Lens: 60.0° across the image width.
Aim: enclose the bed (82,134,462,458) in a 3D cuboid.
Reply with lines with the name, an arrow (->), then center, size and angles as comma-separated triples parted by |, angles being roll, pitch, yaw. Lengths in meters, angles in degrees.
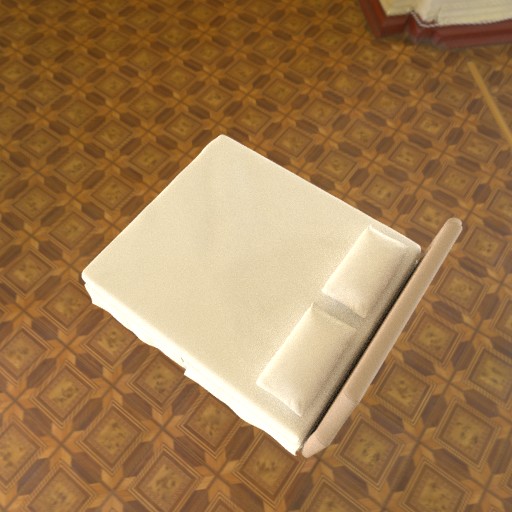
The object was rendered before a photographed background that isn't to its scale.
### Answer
bed -> 0.000, 0.000, 4.173 | 2.773, 1.590, 2.350 | 33, 67, 16
